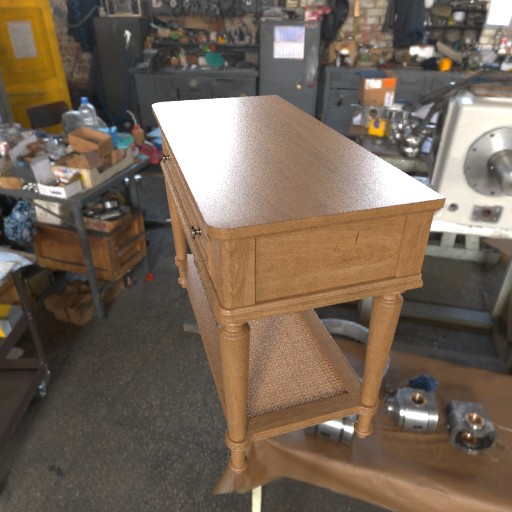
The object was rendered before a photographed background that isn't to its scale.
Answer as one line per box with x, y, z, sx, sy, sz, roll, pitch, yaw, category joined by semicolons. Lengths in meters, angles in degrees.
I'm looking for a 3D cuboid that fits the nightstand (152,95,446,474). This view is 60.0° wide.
0.000;0.000;1.296;0.432;0.700;0.914;-9;33;-14;nightstand
